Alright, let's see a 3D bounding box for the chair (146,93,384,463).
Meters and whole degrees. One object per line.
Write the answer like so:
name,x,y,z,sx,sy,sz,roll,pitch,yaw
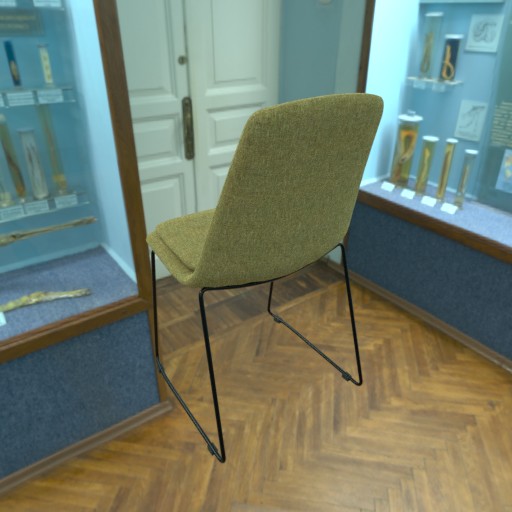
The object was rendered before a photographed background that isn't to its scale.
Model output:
chair,0.000,0.000,1.142,0.479,0.849,0.496,-18,33,-29
